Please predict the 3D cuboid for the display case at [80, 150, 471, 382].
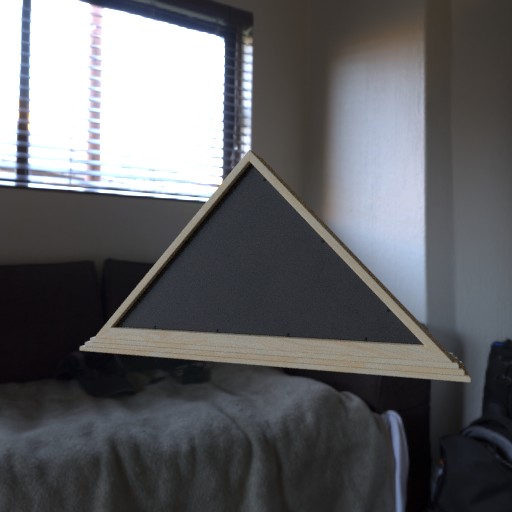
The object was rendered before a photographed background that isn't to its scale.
[{"bbox_3d":[0.000,0.000,0.742,0.640,0.340,0.095,0,0,19],"label":"display case"}]
